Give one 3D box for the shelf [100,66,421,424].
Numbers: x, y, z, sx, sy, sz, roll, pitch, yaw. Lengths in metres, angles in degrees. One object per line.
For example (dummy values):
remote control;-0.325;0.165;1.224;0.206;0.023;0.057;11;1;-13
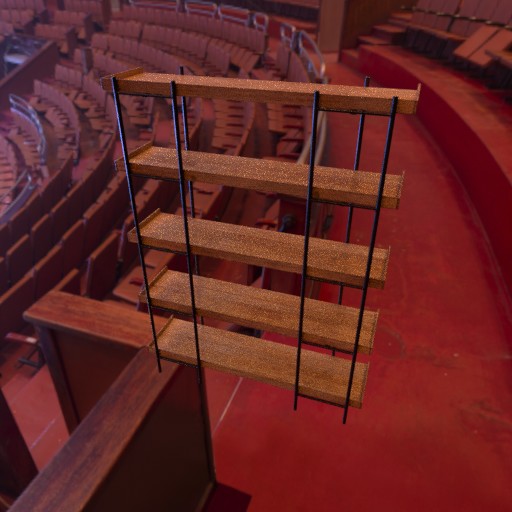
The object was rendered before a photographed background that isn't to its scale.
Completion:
shelf;0.000;0.000;2.415;1.371;1.826;0.379;10;33;16
